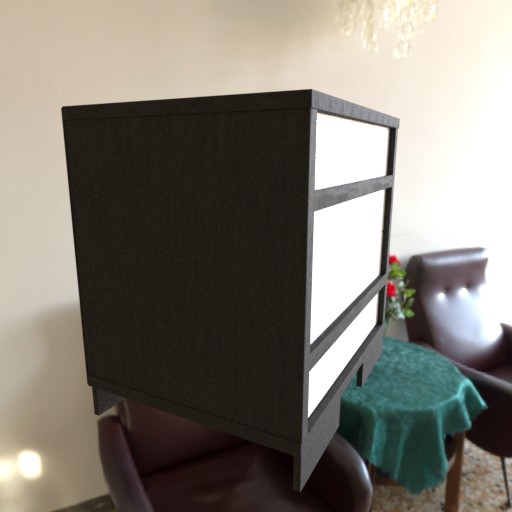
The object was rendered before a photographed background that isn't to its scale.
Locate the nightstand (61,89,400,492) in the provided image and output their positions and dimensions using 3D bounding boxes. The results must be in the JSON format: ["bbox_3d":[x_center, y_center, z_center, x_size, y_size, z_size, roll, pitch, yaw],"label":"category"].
[{"bbox_3d":[0.000,0.000,0.729,0.347,0.448,0.427,7,15,27],"label":"nightstand"}]
